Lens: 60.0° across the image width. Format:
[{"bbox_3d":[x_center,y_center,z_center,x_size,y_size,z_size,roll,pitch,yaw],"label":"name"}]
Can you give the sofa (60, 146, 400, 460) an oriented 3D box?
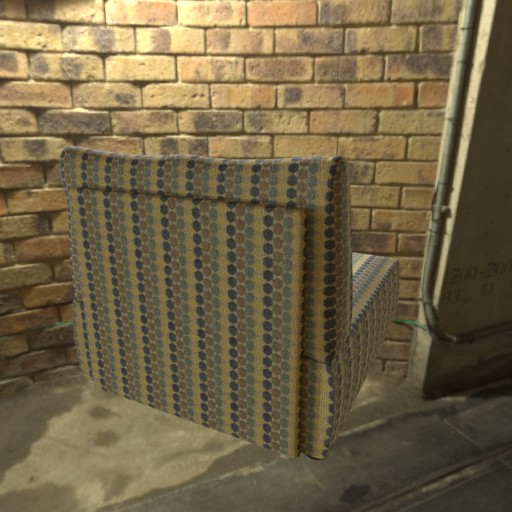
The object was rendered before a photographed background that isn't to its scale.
[{"bbox_3d":[0.000,0.000,1.675,0.930,0.830,1.000,9,19,26],"label":"sofa"}]
